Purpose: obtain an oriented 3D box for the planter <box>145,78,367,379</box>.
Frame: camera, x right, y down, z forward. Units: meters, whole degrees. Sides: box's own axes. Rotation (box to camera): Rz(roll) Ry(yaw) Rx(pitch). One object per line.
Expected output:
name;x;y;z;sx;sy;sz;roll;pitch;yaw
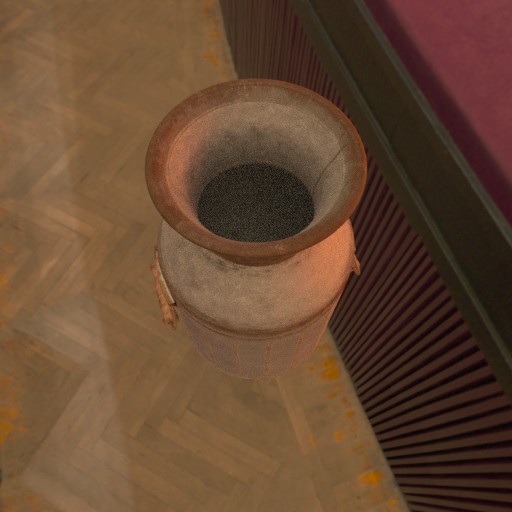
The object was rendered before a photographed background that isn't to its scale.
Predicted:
planter;0.000;0.000;0.513;0.248;0.358;0.215;-16;65;-8
